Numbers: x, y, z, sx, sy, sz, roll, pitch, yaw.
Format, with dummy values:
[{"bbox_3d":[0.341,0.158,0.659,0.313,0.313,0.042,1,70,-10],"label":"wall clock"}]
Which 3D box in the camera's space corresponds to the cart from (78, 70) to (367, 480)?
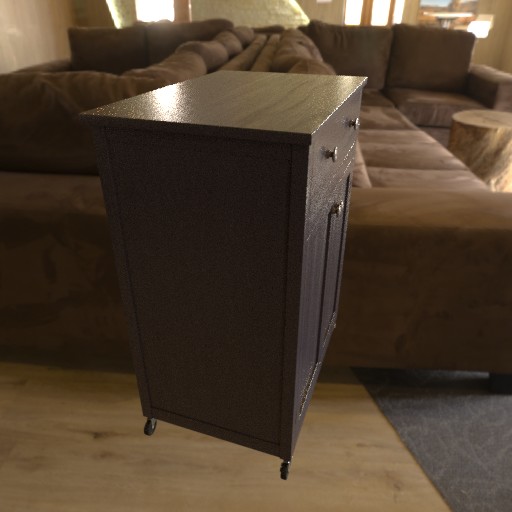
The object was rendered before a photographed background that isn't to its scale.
[{"bbox_3d":[0.000,0.000,1.242,0.449,0.878,0.690,10,31,17],"label":"cart"}]
